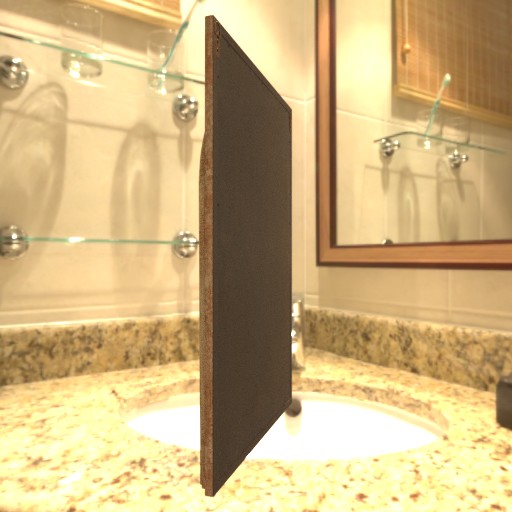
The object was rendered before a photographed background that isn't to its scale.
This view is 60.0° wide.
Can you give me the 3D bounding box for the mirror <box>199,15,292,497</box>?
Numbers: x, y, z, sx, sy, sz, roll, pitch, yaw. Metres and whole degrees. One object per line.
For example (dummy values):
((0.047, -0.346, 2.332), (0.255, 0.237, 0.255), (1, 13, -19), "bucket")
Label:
((0.000, 0.000, 0.958), (0.058, 0.787, 0.495), (0, 0, 20), "mirror")
